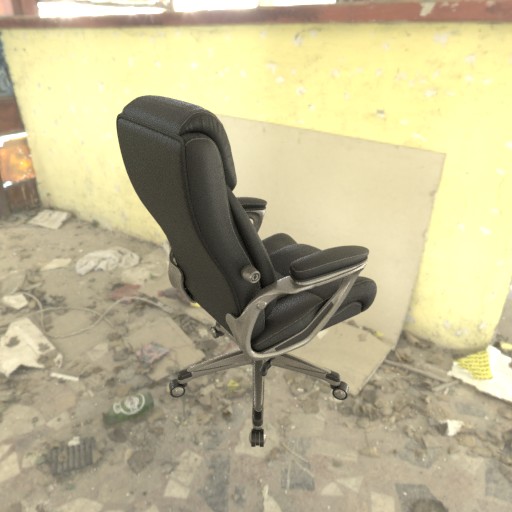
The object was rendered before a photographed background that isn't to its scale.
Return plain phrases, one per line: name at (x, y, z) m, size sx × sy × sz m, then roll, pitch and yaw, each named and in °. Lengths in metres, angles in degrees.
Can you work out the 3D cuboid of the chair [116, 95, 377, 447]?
chair at (0.000, 0.000, 1.668) m, size 0.784 × 1.167 × 0.741 m, roll -17°, pitch 31°, yaw -31°
